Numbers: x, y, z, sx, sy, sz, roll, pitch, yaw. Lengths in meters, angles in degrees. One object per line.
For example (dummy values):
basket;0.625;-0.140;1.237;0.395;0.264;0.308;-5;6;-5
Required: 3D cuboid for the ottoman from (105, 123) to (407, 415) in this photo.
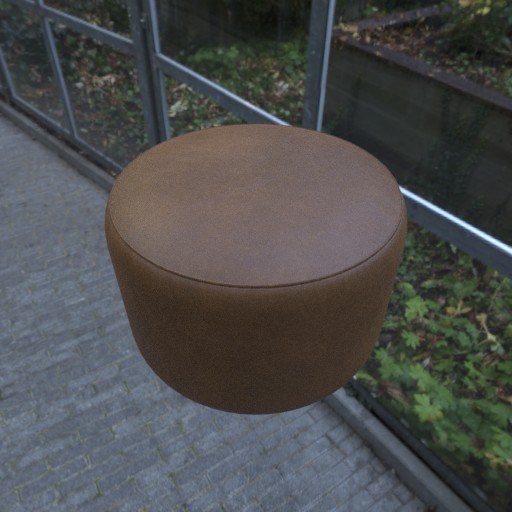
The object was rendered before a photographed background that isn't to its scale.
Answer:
ottoman;0.000;0.000;1.006;0.607;0.438;0.607;0;41;0
